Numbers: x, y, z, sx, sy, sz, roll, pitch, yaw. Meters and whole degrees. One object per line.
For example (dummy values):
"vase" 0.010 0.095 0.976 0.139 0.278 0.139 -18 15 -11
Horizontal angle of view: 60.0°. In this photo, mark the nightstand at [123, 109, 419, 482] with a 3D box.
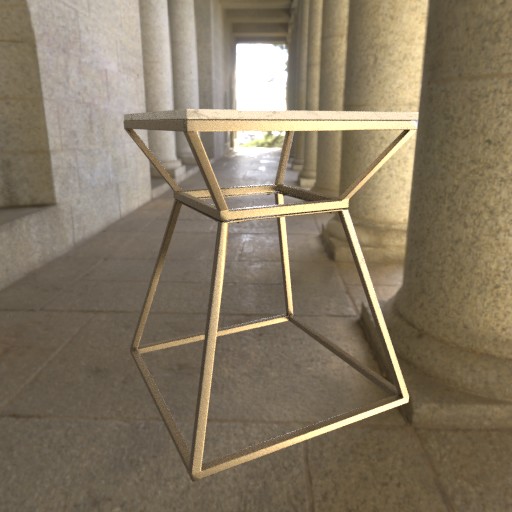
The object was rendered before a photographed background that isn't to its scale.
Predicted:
"nightstand" 0.000 0.000 0.904 0.455 0.554 0.455 -8 19 -26
